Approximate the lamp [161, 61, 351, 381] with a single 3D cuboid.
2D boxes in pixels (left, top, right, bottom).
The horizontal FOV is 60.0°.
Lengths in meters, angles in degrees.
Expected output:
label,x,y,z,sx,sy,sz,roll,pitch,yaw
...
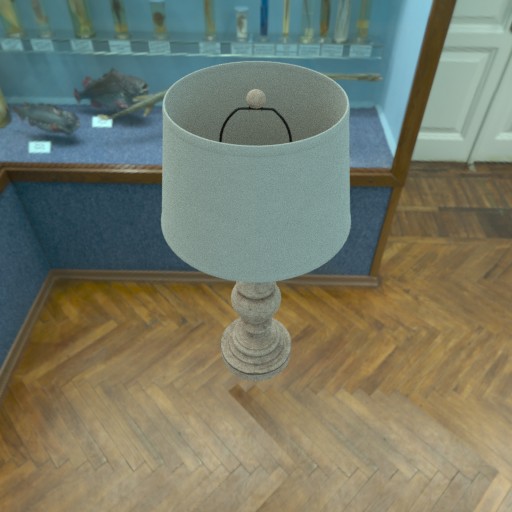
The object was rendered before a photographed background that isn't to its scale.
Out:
label,x,y,z,sx,sy,sz,roll,pitch,yaw
lamp,0.000,0.000,0.882,0.340,0.678,0.340,0,45,0
